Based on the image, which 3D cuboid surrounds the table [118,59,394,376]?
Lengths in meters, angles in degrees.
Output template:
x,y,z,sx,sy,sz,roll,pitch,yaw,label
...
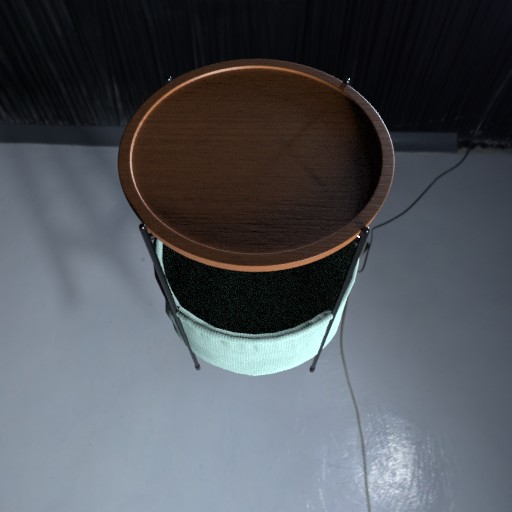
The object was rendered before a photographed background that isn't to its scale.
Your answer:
x,y,z,sx,sy,sz,roll,pitch,yaw,label
0.000,0.000,0.891,0.400,0.623,0.400,1,60,1,table
